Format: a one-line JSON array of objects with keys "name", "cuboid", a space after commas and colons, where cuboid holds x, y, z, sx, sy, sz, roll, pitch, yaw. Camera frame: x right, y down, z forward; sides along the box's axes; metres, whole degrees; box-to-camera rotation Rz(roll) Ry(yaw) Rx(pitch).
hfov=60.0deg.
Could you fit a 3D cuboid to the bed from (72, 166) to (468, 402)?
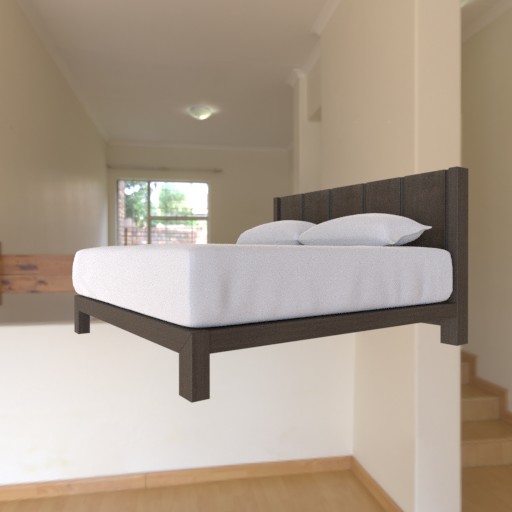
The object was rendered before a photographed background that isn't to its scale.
[{"name": "bed", "cuboid": [0.000, 0.000, 3.423, 2.238, 1.261, 2.143, 0, 0, -35]}]
